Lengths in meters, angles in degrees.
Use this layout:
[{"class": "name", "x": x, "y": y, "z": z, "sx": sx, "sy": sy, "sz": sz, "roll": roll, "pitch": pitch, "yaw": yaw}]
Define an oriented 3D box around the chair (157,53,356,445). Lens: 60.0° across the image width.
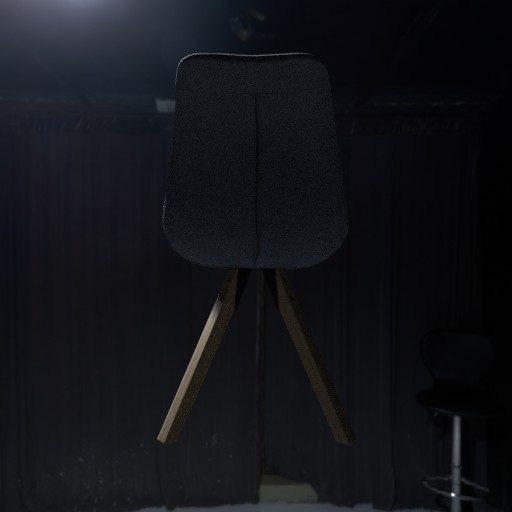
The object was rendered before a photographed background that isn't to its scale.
[{"class": "chair", "x": 0.000, "y": 0.000, "z": 1.180, "sx": 0.485, "sy": 0.850, "sz": 0.550, "roll": 0, "pitch": 0, "yaw": 0}]
